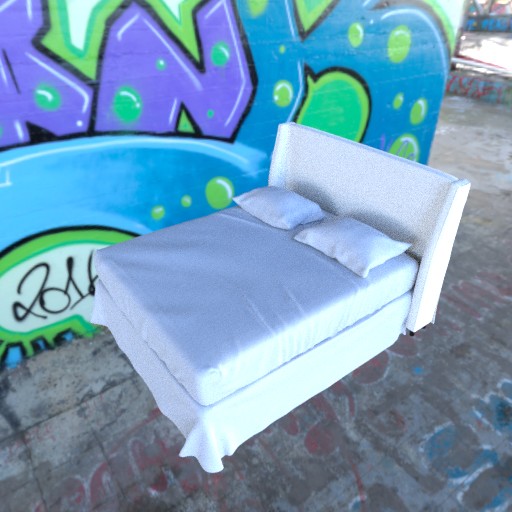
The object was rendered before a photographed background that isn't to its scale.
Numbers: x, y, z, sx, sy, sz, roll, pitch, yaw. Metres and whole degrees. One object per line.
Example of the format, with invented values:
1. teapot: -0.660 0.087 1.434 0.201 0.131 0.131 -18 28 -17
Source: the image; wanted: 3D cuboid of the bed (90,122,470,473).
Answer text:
1. bed: 0.000 0.000 3.426 2.276 1.332 1.925 -22 38 -31
